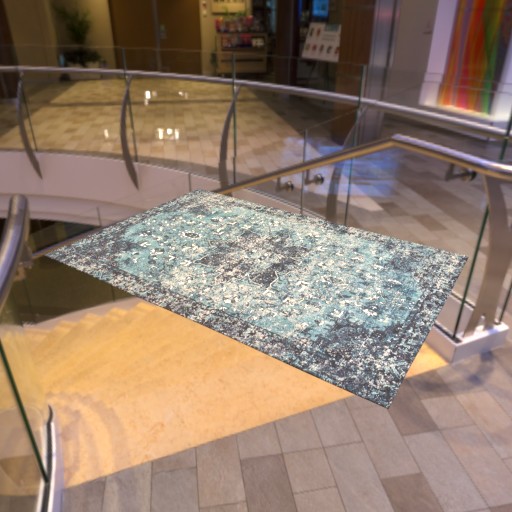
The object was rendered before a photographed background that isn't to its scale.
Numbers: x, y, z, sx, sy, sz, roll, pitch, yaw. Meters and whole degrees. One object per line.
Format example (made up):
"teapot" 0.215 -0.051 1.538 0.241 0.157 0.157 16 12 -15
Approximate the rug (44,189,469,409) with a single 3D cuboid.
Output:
"rug" 0.000 0.000 2.287 1.828 0.005 1.219 18 33 30
